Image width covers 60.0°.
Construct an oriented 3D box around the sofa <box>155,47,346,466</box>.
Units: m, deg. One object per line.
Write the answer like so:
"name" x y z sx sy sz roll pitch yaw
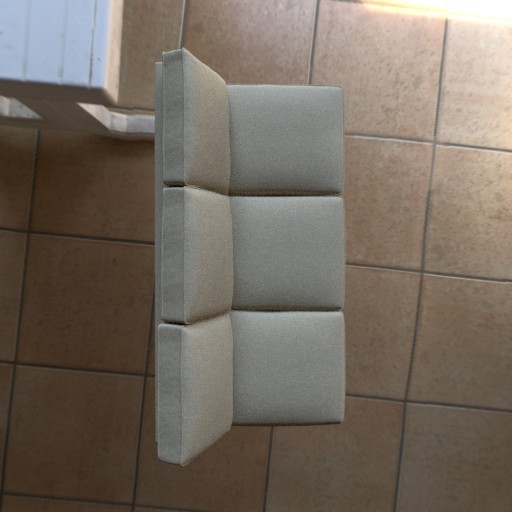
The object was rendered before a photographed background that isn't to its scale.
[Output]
"sofa" 0.000 0.000 2.512 1.027 0.973 1.962 0 90 -1
